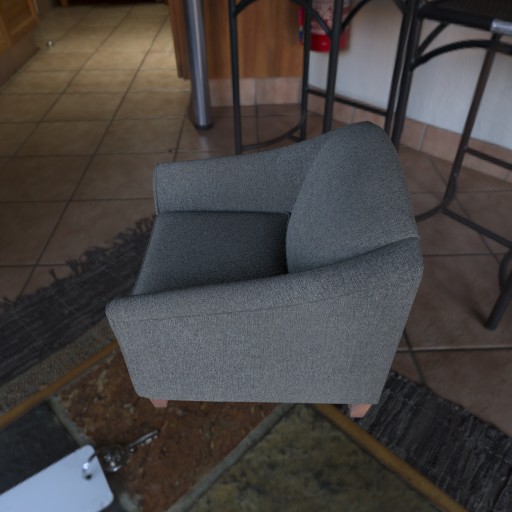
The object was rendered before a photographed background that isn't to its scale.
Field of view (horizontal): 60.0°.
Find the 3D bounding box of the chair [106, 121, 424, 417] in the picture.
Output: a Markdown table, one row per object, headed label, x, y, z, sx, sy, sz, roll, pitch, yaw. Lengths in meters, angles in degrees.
| label | x | y | z | sx | sy | sz | roll | pitch | yaw |
| --- | --- | --- | --- | --- | --- | --- | --- | --- | --- |
| chair | 0.000 | 0.000 | 1.477 | 0.787 | 0.839 | 0.763 | 0 | 42 | 0 |
